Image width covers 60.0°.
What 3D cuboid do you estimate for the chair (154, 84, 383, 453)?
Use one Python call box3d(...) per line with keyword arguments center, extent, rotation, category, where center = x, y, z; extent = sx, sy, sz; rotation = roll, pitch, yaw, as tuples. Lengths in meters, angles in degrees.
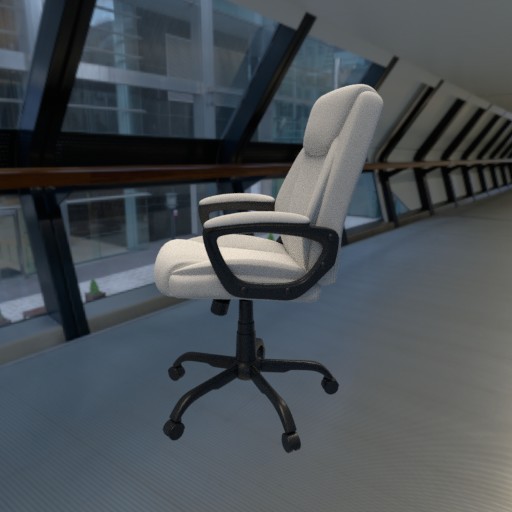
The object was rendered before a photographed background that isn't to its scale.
box3d(center=(0.000, 0.000, 1.489), extent=(0.669, 1.065, 0.663), rotation=(-2, 14, -8), category="chair")
